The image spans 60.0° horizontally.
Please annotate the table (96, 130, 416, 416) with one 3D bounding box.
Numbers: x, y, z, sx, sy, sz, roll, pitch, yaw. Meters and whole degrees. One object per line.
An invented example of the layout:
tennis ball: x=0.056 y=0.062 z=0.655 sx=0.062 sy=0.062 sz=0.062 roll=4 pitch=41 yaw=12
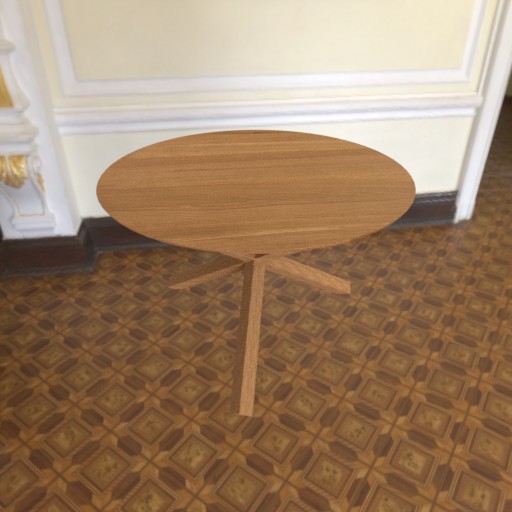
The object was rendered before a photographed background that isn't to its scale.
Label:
table: x=0.000 y=0.000 z=1.679 sx=1.038 sy=0.666 sz=1.038 roll=0 pitch=32 yaw=0
